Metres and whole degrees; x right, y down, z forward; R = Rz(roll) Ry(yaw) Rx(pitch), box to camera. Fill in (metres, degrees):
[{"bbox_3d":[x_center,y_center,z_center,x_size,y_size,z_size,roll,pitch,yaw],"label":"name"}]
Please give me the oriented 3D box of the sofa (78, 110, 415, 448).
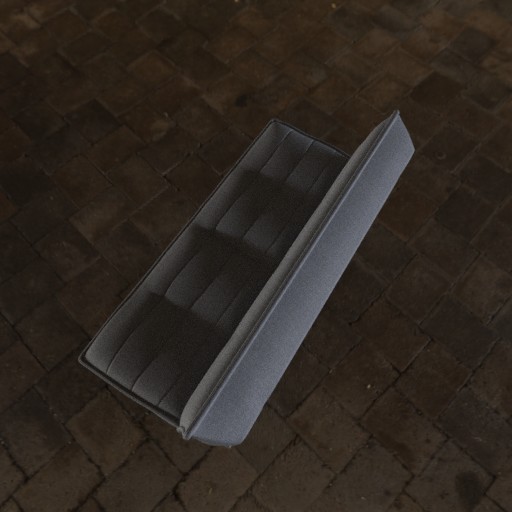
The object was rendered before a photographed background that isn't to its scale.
[{"bbox_3d":[0.000,0.000,2.465,0.950,0.890,1.940,29,67,14],"label":"sofa"}]
